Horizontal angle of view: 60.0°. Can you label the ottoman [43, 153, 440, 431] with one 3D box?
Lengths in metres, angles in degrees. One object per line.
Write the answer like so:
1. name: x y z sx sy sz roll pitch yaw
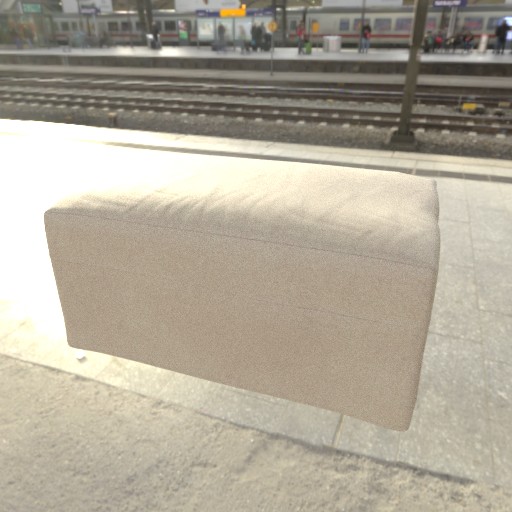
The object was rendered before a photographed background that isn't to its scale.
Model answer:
1. ottoman: 0.000 0.000 1.173 0.872 0.444 0.590 9 28 17
